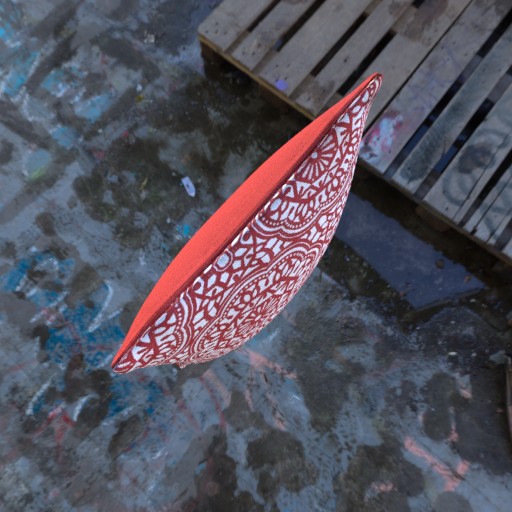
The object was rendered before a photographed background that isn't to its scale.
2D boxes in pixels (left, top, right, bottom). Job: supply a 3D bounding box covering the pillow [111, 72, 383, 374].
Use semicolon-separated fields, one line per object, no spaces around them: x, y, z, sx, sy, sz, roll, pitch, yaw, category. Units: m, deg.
0.000;0.000;0.669;0.162;0.419;0.438;40;80;9;pillow
